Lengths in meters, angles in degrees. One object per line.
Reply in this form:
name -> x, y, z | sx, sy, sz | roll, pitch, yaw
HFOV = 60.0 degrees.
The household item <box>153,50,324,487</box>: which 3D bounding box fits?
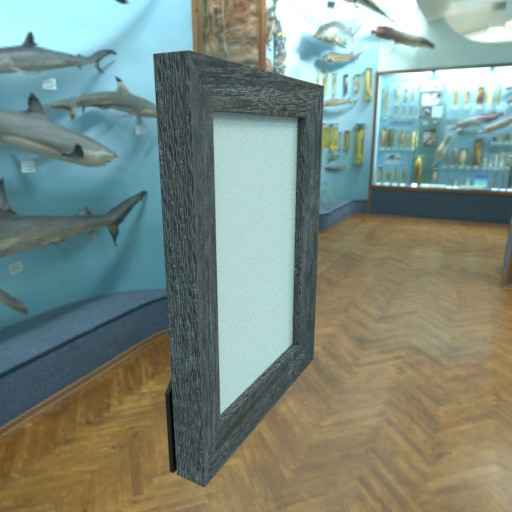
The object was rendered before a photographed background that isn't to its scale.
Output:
household item -> 0.000, 0.000, 0.235 | 0.020, 0.180, 0.133 | 8, 17, 27
